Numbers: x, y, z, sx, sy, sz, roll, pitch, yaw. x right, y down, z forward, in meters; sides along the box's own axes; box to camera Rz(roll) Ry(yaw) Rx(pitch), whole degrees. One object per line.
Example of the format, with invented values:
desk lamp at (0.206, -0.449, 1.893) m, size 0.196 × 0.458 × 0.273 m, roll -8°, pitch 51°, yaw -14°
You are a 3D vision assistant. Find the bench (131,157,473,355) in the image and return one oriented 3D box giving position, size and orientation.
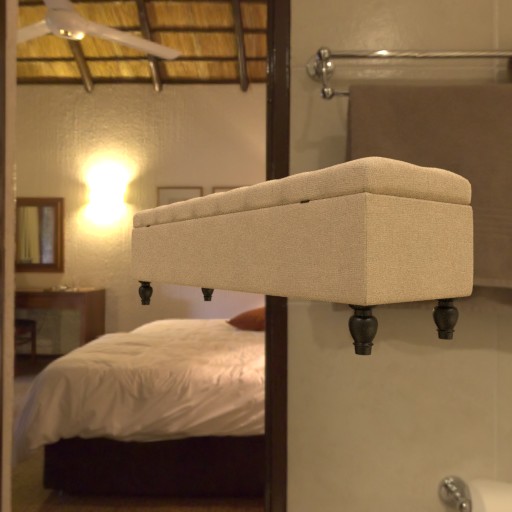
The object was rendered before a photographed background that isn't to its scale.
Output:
bench at (0.000, 0.000, 1.697) m, size 0.455 × 0.467 × 1.480 m, roll 0°, pitch 0°, yaw -35°
